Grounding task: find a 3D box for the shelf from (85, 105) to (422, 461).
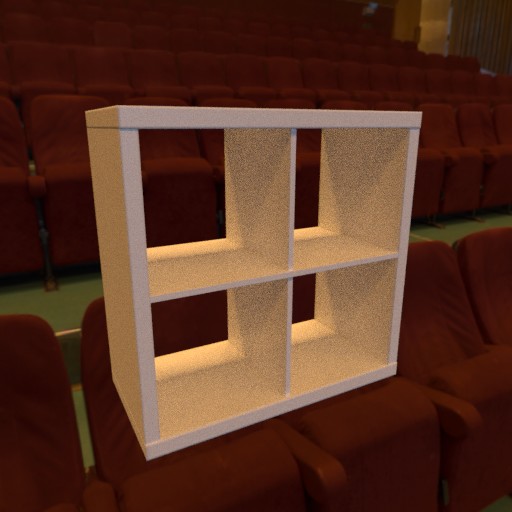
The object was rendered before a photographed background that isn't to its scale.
[{"bbox_3d":[0.000,0.000,1.268,0.790,0.786,0.390,-9,18,-27],"label":"shelf"}]
